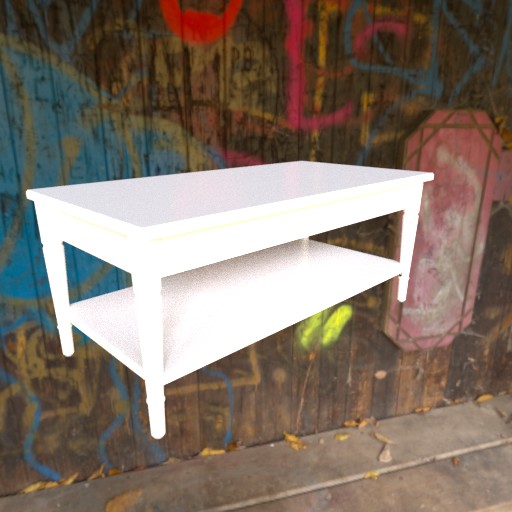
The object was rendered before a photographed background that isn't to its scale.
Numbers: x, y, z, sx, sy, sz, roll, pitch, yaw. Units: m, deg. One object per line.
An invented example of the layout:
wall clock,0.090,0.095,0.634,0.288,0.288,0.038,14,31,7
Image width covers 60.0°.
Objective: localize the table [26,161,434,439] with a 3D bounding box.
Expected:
table,0.000,0.000,1.343,1.067,0.457,0.559,-16,24,-42
